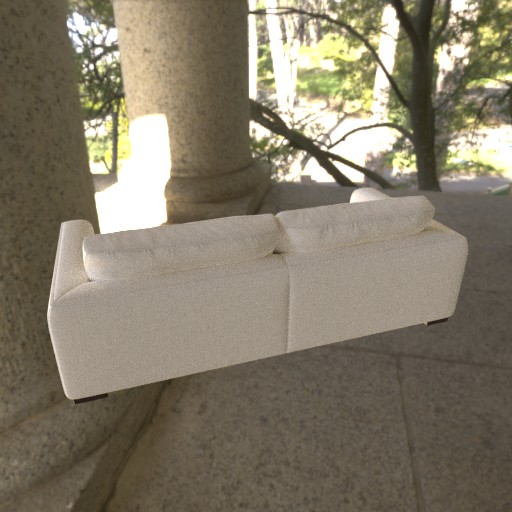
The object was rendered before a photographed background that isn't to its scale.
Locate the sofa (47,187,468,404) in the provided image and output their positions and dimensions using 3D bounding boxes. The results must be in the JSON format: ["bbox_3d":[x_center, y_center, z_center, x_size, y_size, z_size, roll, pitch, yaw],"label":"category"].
[{"bbox_3d":[0.000,0.000,2.714,2.262,0.801,1.070,-9,28,-17],"label":"sofa"}]
